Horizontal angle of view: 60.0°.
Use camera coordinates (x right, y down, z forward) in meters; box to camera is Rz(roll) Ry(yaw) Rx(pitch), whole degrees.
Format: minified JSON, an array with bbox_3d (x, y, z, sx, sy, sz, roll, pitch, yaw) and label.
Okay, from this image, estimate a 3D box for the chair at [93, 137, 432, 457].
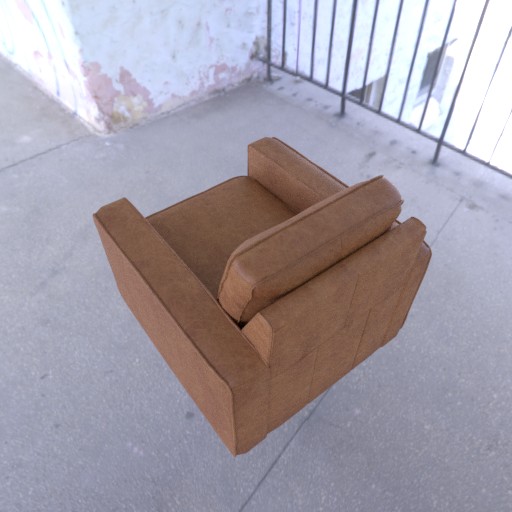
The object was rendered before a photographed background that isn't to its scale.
[{"bbox_3d":[0.000,0.000,1.812,0.987,0.901,1.027,-32,55,-26],"label":"chair"}]
